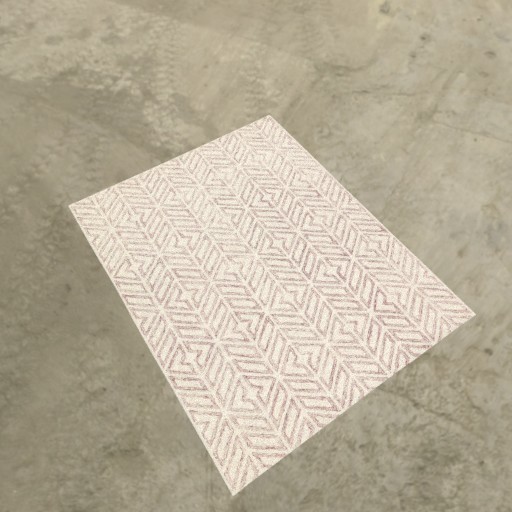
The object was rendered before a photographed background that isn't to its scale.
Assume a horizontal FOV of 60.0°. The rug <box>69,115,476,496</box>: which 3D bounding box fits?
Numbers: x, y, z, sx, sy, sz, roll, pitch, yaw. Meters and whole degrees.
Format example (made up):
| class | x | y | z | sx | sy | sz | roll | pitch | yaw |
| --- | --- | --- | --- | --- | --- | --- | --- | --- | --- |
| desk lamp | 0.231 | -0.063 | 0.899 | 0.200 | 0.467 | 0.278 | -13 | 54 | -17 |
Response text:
| class | x | y | z | sx | sy | sz | roll | pitch | yaw |
| --- | --- | --- | --- | --- | --- | --- | --- | --- | --- |
| rug | 0.000 | 0.000 | 4.053 | 2.421 | 0.008 | 3.045 | -29 | 62 | -18 |
